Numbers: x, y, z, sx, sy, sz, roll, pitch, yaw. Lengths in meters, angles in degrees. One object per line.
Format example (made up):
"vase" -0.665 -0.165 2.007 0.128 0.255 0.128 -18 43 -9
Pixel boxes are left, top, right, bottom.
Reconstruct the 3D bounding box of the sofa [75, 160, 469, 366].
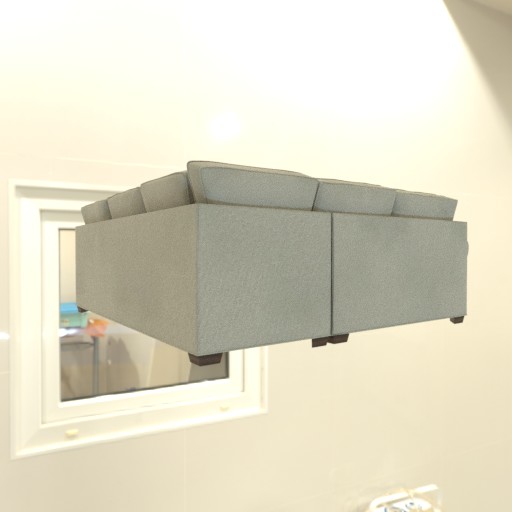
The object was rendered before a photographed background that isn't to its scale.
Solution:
"sofa" 0.000 0.000 3.897 2.487 1.053 2.562 0 1 -35
